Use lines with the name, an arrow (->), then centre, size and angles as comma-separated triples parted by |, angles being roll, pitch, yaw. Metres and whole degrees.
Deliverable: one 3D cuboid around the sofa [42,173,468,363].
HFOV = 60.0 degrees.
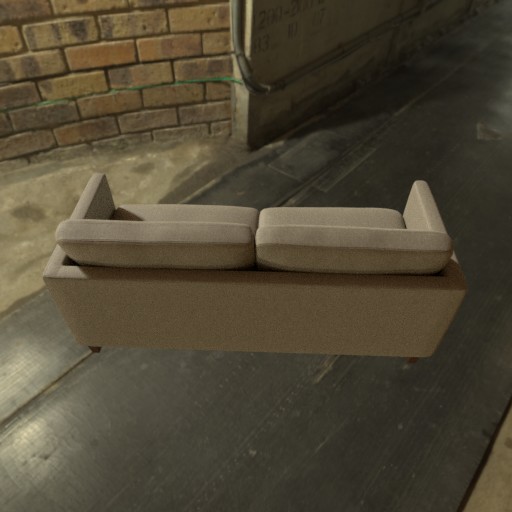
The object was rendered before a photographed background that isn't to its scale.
sofa -> 0.000, 0.000, 2.768 | 2.208, 0.963, 0.956 | 2, 46, 2
